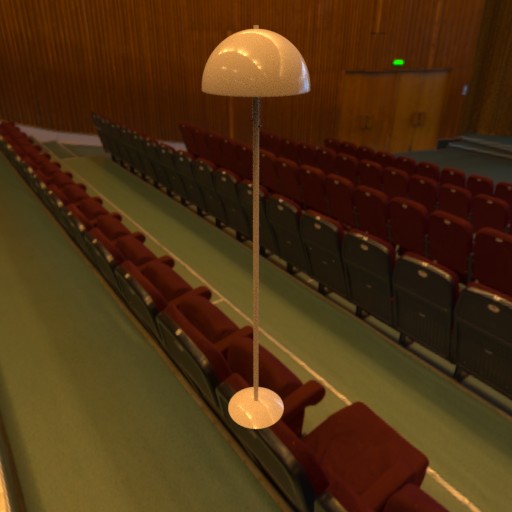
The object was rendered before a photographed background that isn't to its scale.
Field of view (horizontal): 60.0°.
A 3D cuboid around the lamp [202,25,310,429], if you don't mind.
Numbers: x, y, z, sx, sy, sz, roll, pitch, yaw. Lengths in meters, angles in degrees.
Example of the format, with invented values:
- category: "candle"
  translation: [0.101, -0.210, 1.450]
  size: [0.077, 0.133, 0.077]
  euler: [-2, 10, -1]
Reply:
- category: "lamp"
  translation: [0.000, 0.000, 1.603]
  size: [0.328, 1.480, 0.328]
  euler: [-18, 32, -31]
